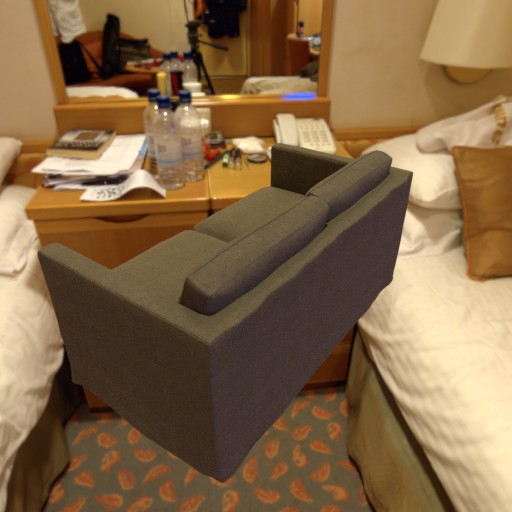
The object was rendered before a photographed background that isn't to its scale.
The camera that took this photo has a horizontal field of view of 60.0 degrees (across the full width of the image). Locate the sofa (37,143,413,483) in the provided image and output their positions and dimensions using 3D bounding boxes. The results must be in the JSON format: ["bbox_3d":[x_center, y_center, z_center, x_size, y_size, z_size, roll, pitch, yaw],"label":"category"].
[{"bbox_3d":[0.000,0.000,2.311,0.974,0.854,1.802,21,37,30],"label":"sofa"}]
